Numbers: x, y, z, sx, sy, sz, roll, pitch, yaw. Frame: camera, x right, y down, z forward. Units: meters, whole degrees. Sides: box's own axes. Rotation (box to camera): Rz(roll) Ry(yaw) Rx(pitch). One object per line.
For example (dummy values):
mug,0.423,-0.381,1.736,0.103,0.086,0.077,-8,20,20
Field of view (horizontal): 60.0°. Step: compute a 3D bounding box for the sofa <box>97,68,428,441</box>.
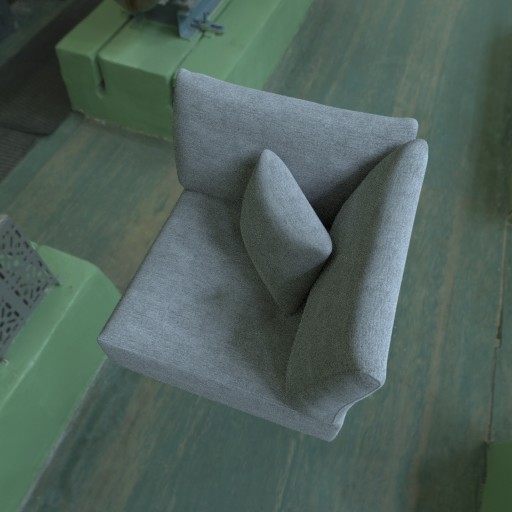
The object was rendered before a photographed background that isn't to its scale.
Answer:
sofa,0.000,0.000,1.722,1.000,0.820,1.000,16,59,10
